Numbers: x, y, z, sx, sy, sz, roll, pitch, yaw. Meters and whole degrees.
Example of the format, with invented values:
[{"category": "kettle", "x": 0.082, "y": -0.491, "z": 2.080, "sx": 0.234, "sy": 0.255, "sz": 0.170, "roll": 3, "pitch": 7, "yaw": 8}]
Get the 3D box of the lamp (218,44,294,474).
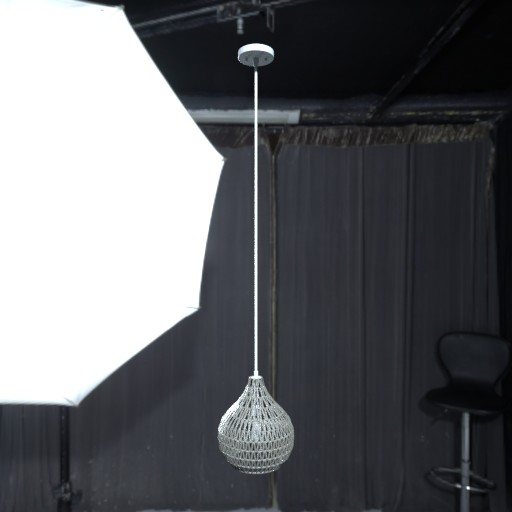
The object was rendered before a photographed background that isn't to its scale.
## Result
[{"category": "lamp", "x": 0.000, "y": 0.000, "z": 2.079, "sx": 0.355, "sy": 1.919, "sz": 0.355, "roll": 0, "pitch": -1, "yaw": 0}]
